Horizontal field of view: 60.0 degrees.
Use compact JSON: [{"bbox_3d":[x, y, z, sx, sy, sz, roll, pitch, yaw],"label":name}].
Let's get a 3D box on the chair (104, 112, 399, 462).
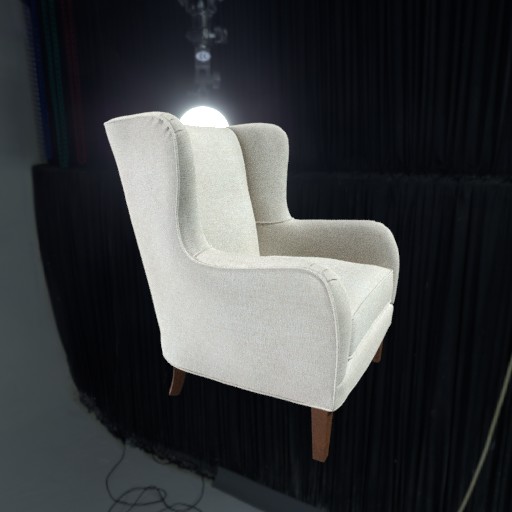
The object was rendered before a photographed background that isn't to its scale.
[{"bbox_3d":[0.000,0.000,1.735,0.966,1.040,0.838,7,15,27],"label":"chair"}]
